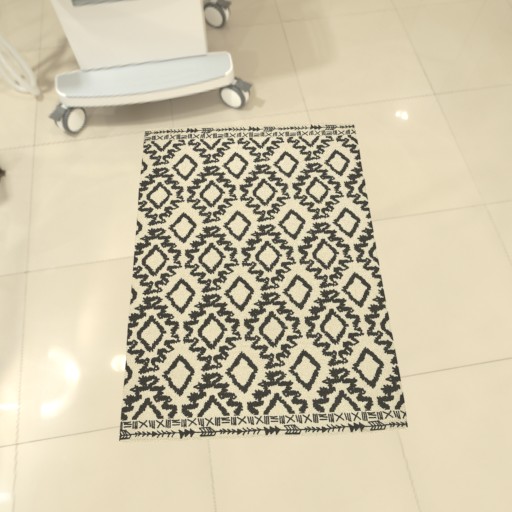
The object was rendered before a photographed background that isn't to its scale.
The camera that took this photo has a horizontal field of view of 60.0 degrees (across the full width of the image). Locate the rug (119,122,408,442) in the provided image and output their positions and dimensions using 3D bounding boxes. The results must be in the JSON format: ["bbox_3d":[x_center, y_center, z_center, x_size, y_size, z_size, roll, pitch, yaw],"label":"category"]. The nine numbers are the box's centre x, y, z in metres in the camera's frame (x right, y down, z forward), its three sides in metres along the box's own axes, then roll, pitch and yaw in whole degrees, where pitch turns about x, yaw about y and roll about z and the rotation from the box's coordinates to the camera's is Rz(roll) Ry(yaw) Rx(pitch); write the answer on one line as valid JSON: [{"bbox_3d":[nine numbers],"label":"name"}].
[{"bbox_3d":[0.000,0.000,4.417,2.444,0.036,3.369,-2,65,-1],"label":"rug"}]
